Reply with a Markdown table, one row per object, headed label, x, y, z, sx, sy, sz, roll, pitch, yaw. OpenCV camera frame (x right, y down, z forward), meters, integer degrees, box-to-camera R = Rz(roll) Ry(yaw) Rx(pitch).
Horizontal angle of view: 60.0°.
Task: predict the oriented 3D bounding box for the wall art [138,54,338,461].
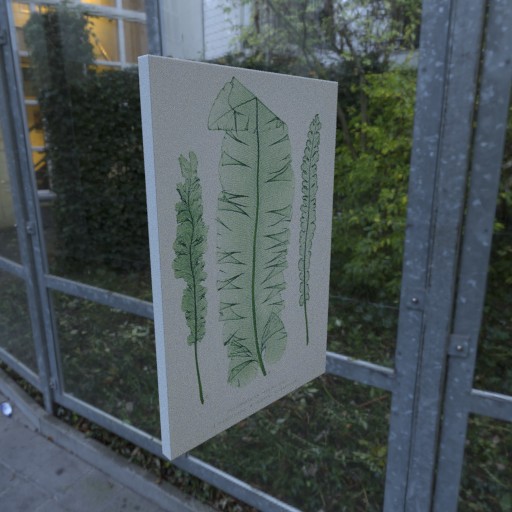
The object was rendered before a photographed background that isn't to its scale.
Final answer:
| label | x | y | z | sx | sy | sz | roll | pitch | yaw |
| --- | --- | --- | --- | --- | --- | --- | --- | --- | --- |
| wall art | 0.000 | 0.000 | 1.181 | 0.610 | 0.914 | 0.038 | -14 | 20 | -42 |
